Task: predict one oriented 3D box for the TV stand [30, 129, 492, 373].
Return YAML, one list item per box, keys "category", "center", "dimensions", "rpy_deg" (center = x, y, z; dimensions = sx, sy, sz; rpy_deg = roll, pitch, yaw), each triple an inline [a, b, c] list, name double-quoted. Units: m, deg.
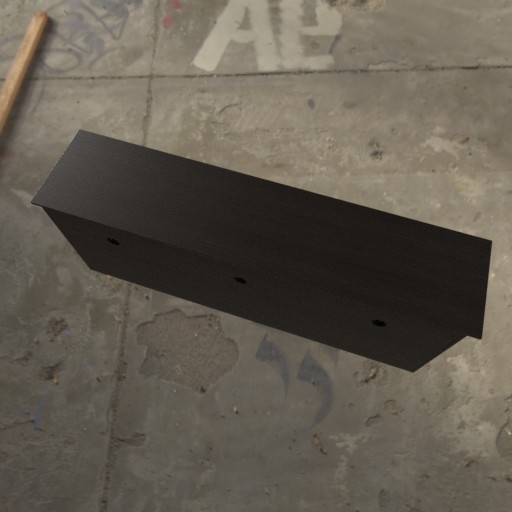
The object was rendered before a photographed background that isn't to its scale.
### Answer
- category: "TV stand"
  center: [0.000, 0.000, 2.014]
  dimensions: [1.778, 0.610, 0.406]
  rpy_deg: [17, 64, 8]
